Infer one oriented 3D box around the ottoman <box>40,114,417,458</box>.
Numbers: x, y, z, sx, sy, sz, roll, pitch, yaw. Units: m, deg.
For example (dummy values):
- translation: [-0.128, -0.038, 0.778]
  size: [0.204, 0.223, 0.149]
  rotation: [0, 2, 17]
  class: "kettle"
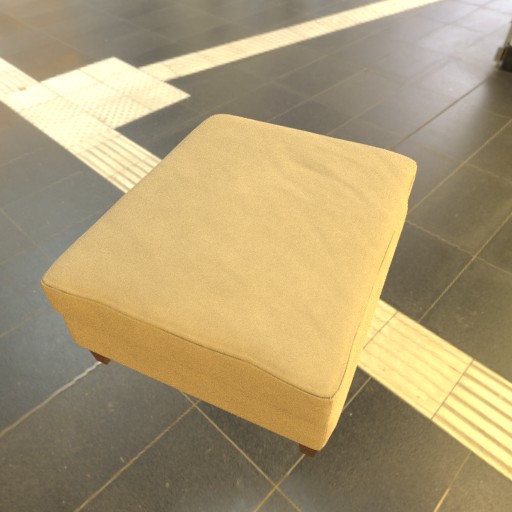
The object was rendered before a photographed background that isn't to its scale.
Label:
- translation: [0.000, 0.000, 1.484]
  size: [0.836, 0.492, 1.002]
  rotation: [18, 48, 17]
  class: "ottoman"
